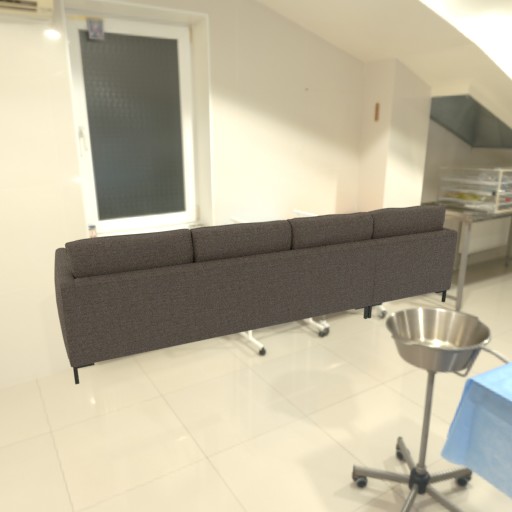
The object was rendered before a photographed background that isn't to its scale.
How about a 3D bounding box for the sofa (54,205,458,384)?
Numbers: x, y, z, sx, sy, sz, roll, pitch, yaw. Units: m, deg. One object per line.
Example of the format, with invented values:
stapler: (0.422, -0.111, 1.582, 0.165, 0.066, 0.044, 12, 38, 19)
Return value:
sofa: (0.000, 0.000, 3.271, 2.731, 0.754, 1.258, -8, 18, -24)
